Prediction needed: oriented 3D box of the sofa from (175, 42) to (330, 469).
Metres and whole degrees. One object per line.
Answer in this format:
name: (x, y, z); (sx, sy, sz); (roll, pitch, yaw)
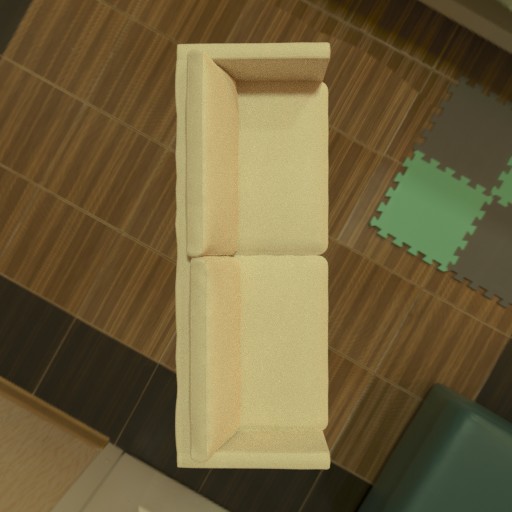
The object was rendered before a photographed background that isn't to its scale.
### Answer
sofa: (0.000, 0.000, 3.187); (1.036, 0.999, 2.779); (0, 90, 1)
